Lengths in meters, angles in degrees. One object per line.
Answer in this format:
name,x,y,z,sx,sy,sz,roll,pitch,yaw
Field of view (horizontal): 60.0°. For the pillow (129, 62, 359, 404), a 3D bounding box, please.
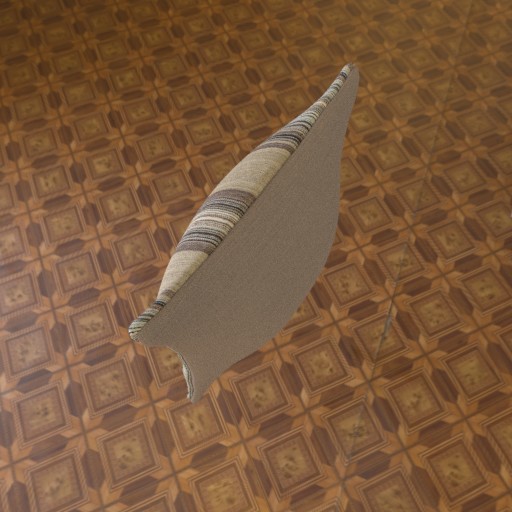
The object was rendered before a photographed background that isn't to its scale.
pillow,0.000,0.000,0.672,0.189,0.416,0.435,31,68,14
